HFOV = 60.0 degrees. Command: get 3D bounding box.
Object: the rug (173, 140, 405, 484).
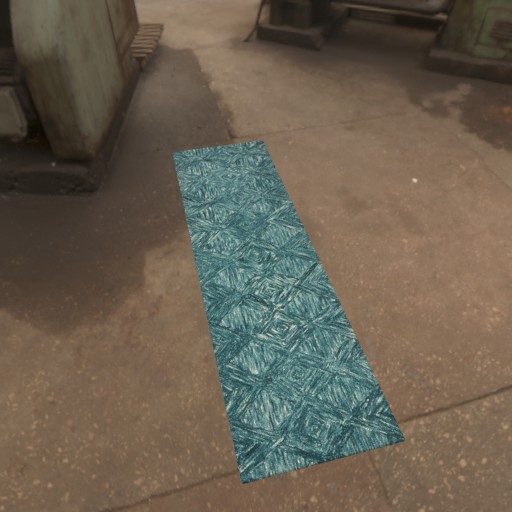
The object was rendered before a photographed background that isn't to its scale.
[{"bbox_3d":[0.000,0.000,2.493,0.676,0.016,2.286,-10,47,-10],"label":"rug"}]
